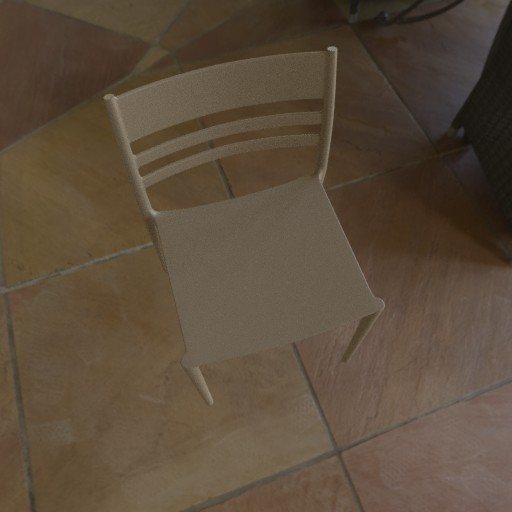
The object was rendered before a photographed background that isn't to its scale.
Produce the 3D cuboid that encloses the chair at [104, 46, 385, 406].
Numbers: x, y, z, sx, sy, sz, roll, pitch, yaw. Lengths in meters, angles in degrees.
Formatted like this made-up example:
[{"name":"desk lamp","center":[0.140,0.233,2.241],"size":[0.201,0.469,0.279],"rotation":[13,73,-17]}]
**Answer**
[{"name":"chair","center":[0.000,0.000,1.128],"size":[0.531,0.800,0.511],"rotation":[-15,64,-8]}]
